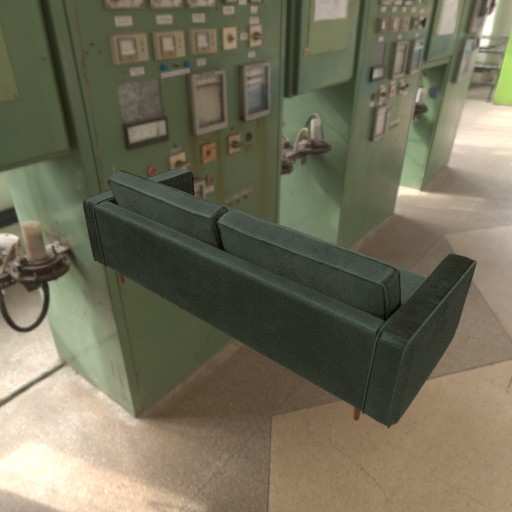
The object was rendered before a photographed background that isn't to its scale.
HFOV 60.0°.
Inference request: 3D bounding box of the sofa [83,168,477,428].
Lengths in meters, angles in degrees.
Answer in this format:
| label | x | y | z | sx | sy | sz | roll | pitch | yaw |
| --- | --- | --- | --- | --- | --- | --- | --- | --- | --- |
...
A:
| label | x | y | z | sx | sy | sz | roll | pitch | yaw |
| --- | --- | --- | --- | --- | --- | --- | --- | --- | --- |
| sofa | 0.000 | 0.000 | 2.621 | 2.214 | 0.781 | 0.886 | 23 | 37 | 33 |
